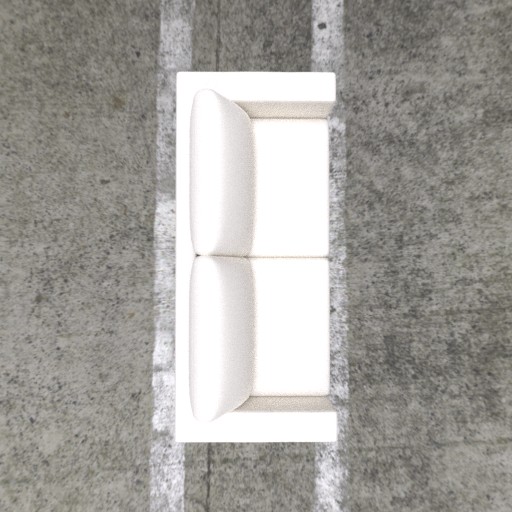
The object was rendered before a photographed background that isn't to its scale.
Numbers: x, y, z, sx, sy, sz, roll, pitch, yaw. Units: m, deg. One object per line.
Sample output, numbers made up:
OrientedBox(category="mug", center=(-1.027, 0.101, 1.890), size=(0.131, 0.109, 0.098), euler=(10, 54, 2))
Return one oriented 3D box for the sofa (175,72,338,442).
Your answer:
OrientedBox(category="sofa", center=(0.000, 0.000, 2.756), size=(0.954, 0.881, 2.163), euler=(0, 89, -1))
